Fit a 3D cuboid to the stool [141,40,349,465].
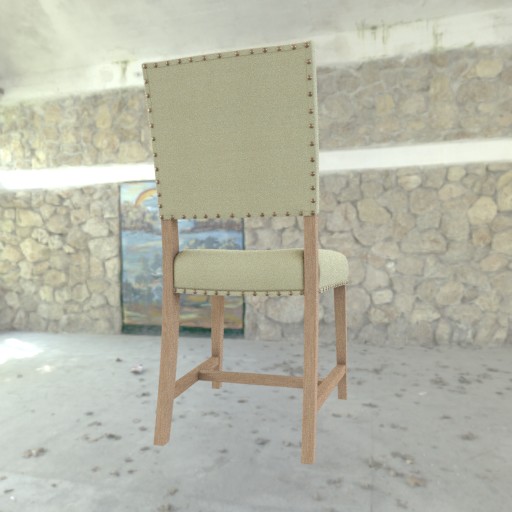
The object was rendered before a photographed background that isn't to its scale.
[{"bbox_3d":[0.000,0.000,1.336,0.508,0.986,0.623,0,-1,16],"label":"stool"}]
